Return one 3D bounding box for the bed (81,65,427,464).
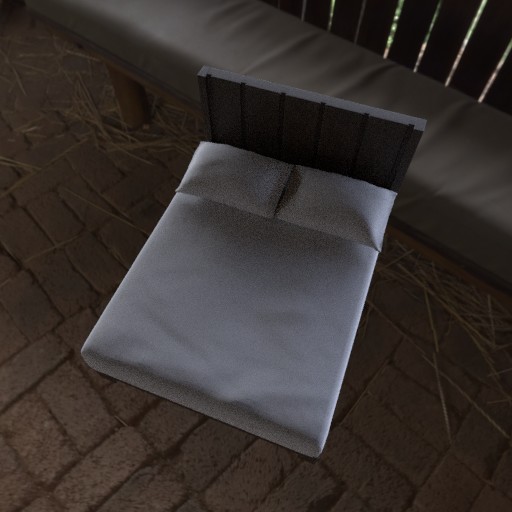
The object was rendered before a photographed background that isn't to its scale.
[{"bbox_3d":[0.000,0.000,3.284,1.727,1.270,2.242,18,60,11],"label":"bed"}]
